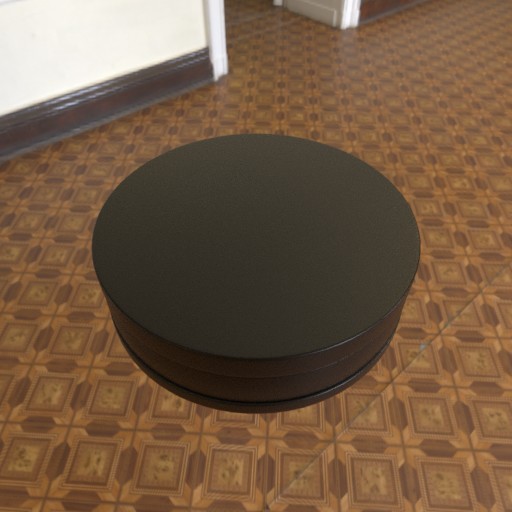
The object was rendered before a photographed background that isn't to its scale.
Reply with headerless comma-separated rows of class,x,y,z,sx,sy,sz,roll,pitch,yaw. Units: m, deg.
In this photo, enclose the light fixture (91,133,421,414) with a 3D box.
light fixture,0.000,0.000,0.423,0.283,0.097,0.283,0,46,0
